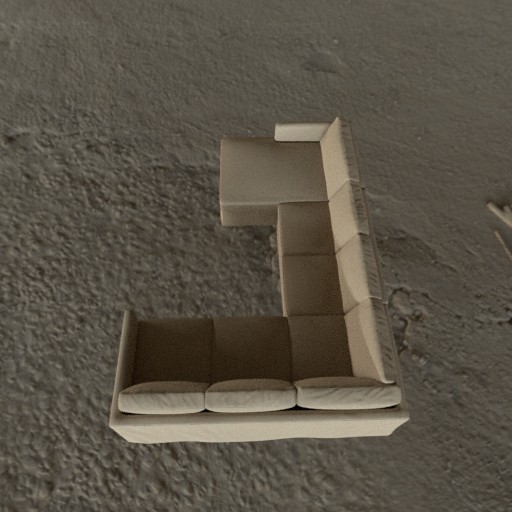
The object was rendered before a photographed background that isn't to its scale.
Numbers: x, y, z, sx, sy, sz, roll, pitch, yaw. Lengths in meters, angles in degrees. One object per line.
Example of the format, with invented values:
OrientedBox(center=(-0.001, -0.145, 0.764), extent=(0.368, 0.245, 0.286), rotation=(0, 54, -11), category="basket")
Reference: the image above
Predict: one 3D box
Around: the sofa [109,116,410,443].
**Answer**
OrientedBox(center=(0.000, 0.000, 4.654), extent=(2.476, 0.878, 3.528), rotation=(-1, 58, -1), category="sofa")
